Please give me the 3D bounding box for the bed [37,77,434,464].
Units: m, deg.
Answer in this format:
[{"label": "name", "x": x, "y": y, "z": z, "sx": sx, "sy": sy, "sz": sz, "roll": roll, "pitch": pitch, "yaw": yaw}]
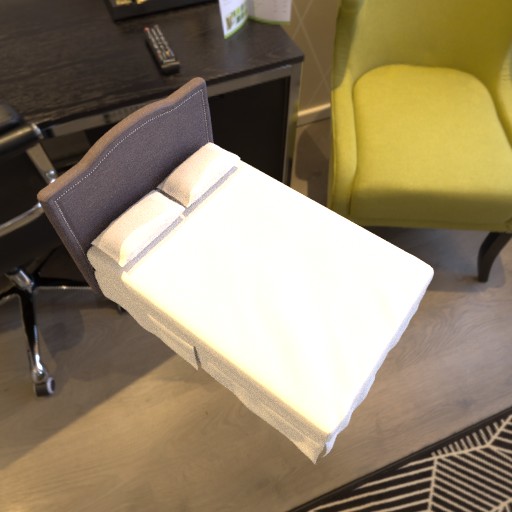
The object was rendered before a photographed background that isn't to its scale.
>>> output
[{"label": "bed", "x": 0.000, "y": 0.000, "z": 3.496, "sx": 2.507, "sy": 1.441, "sz": 1.741, "roll": 32, "pitch": 62, "yaw": 19}]
